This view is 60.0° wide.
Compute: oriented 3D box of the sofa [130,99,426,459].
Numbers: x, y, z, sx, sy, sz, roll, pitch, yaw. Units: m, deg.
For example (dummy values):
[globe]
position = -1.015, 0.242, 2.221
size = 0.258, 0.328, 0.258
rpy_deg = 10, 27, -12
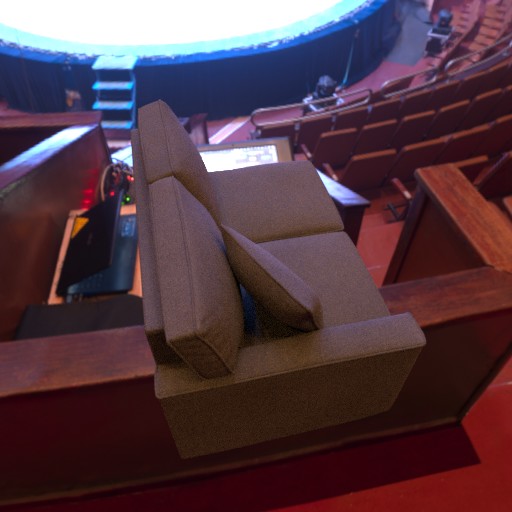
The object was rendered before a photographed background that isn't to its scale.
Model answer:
[sofa]
position = 0.000, 0.000, 2.083
size = 0.991, 0.989, 1.388
rpy_deg = -10, 48, -9
